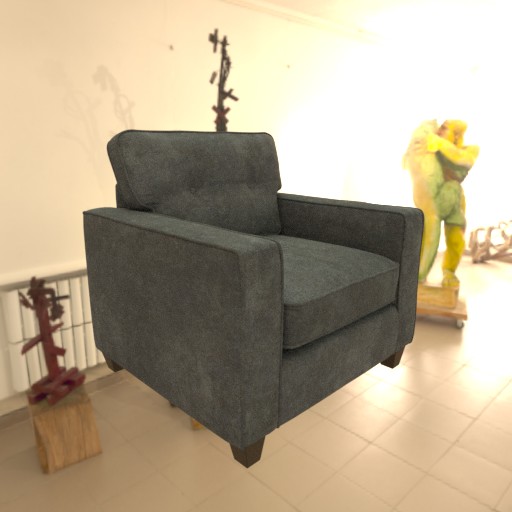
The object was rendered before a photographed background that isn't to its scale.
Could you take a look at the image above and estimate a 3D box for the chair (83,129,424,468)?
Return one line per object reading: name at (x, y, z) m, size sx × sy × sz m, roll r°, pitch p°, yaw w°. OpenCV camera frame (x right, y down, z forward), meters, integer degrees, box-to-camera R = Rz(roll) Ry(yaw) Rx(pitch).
chair at (0.000, 0.000, 1.758) m, size 1.015 × 0.965 × 0.939 m, roll -14°, pitch 20°, yaw -43°
